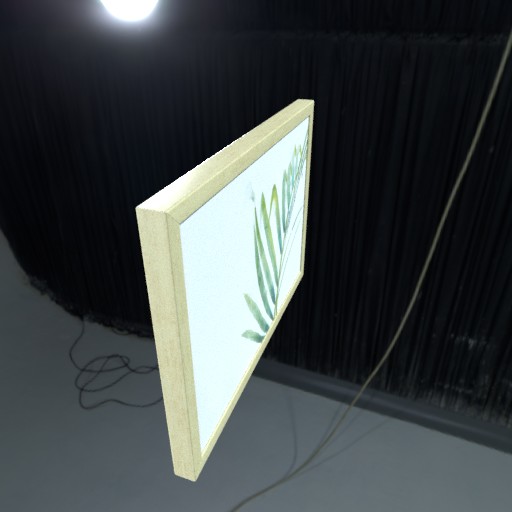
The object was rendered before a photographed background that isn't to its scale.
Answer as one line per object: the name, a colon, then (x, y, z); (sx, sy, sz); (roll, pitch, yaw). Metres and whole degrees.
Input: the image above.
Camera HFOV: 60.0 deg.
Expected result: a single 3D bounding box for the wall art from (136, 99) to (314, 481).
wall art: (0.000, 0.000, 0.700); (0.032, 0.381, 0.533); (10, 31, 18)
